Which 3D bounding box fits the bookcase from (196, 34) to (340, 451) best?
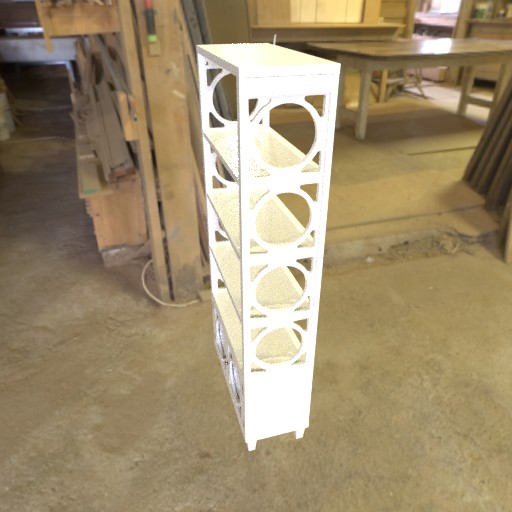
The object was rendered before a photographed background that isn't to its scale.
[{"bbox_3d":[0.000,0.000,2.134,0.361,1.869,0.761,-8,31,-14],"label":"bookcase"}]
